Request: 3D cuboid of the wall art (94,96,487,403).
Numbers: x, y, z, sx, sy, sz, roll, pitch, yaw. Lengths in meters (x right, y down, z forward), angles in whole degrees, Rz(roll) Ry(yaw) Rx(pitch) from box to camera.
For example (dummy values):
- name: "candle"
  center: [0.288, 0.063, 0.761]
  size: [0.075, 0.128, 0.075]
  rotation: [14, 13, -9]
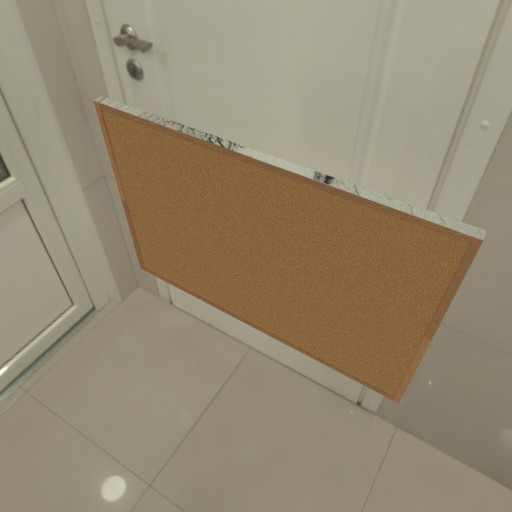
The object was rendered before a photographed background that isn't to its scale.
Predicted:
- name: "wall art"
  center: [0.000, 0.000, 1.417]
  size: [1.141, 0.758, 0.035]
  rotation: [24, 51, 21]
